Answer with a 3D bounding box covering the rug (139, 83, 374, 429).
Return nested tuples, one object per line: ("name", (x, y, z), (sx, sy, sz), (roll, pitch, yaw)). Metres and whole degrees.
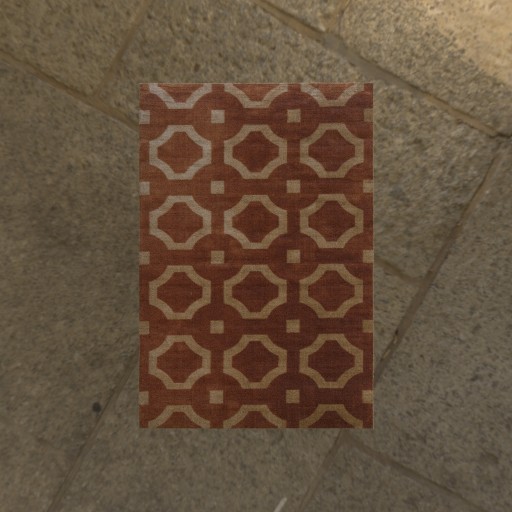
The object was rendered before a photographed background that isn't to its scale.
("rug", (0.000, 0.000, 2.929), (1.555, 0.016, 2.286), (0, 90, 0))
